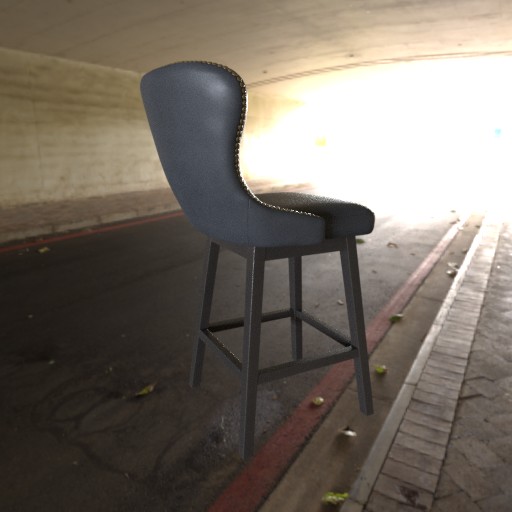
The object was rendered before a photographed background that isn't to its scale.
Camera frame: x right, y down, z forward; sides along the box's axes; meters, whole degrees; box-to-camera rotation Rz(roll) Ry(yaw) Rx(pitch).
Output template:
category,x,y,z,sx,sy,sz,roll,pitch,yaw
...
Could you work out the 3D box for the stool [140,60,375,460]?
category,x,y,z,sx,sy,sz,roll,pitch,yaw
stool,0.000,0.000,1.290,0.593,0.971,0.528,-7,16,-27
